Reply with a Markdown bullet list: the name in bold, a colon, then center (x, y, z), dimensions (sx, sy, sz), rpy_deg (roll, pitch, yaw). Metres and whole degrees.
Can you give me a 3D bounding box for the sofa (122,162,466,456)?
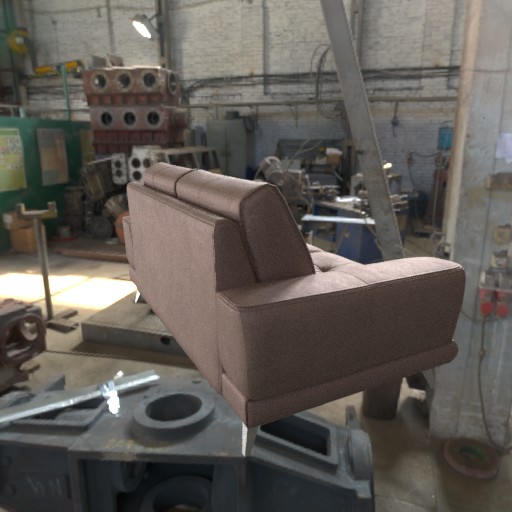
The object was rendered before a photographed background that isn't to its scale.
- **sofa**: center (0.000, 0.000, 2.302), dimensions (1.018, 0.907, 1.806), rpy_deg (-8, 17, -27)
